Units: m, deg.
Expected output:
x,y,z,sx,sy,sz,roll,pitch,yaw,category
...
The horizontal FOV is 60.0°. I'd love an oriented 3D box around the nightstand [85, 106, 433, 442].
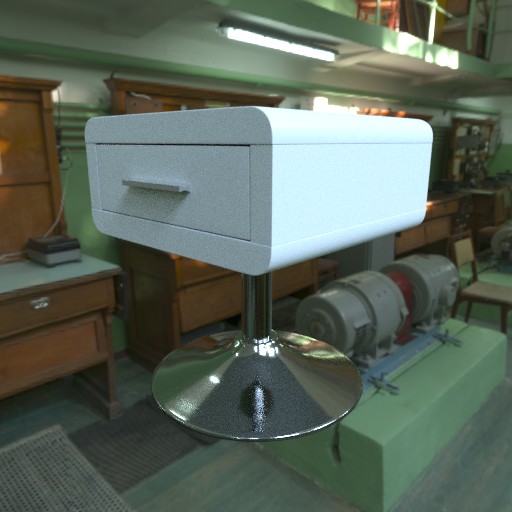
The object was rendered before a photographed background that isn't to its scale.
x,y,z,sx,sy,sz,roll,pitch,yaw,category
0.000,0.000,0.750,0.399,0.447,0.404,13,20,42,nightstand
